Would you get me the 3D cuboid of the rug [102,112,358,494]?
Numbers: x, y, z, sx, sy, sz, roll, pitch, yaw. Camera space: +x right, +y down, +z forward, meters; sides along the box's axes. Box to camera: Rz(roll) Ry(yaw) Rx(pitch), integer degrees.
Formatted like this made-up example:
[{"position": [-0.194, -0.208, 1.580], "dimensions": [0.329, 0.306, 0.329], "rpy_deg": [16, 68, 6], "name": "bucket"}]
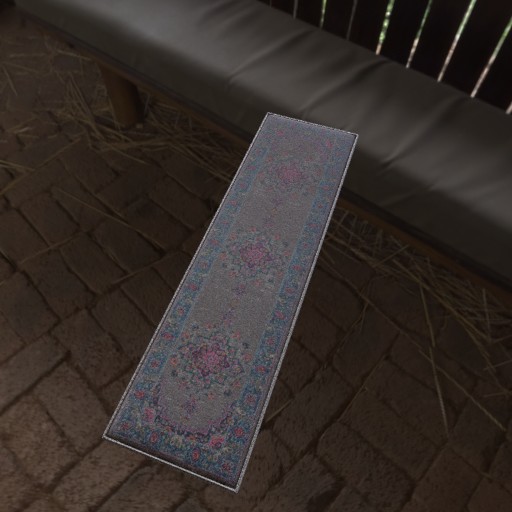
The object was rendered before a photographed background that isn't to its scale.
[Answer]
[{"position": [0.000, 0.000, 2.509], "dimensions": [0.659, 0.019, 2.297], "rpy_deg": [17, 60, 10], "name": "rug"}]
